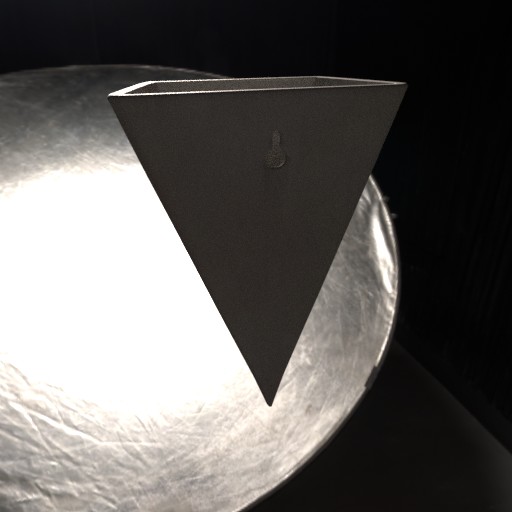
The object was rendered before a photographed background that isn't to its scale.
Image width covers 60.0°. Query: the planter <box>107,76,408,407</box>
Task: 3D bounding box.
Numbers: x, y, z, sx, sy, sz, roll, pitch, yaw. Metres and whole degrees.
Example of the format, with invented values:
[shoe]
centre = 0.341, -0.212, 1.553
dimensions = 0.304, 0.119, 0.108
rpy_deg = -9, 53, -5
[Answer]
[planter]
centre = 0.000, 0.000, 0.271
dimensions = 0.150, 0.197, 0.060
rpy_deg = -9, 28, -18
